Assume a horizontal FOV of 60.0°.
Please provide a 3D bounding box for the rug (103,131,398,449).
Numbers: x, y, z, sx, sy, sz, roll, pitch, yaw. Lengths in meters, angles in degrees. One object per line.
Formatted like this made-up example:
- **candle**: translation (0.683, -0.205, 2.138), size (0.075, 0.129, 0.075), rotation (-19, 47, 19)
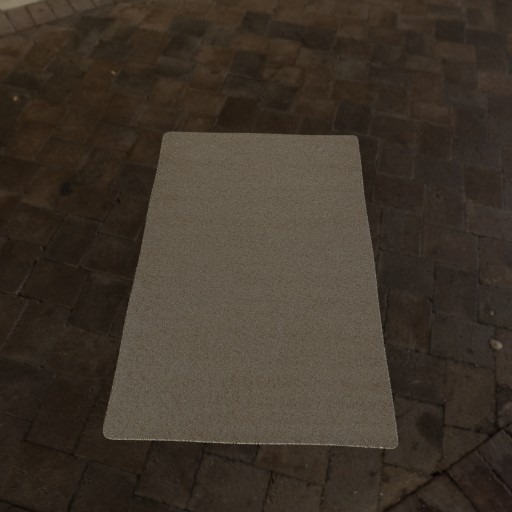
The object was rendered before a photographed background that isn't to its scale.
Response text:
- **rug**: translation (0.000, 0.000, 3.404), size (1.798, 0.025, 2.698), rotation (1, 57, 1)
